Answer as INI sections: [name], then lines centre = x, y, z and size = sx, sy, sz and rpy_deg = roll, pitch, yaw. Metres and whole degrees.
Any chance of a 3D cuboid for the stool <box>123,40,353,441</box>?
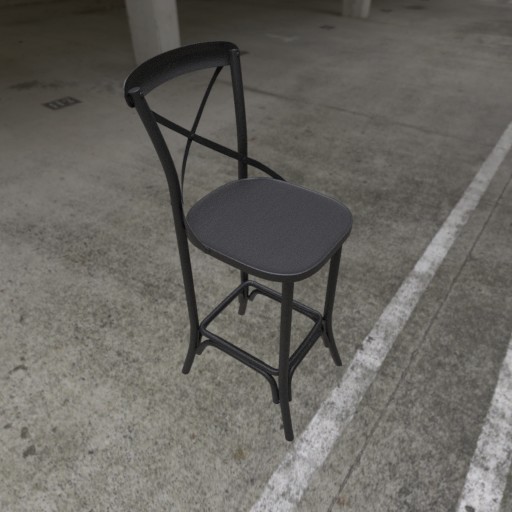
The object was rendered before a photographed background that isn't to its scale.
[stool]
centre = 0.000, 0.000, 1.442
size = 0.584, 1.168, 0.457
rpy_deg = 24, 46, 26
